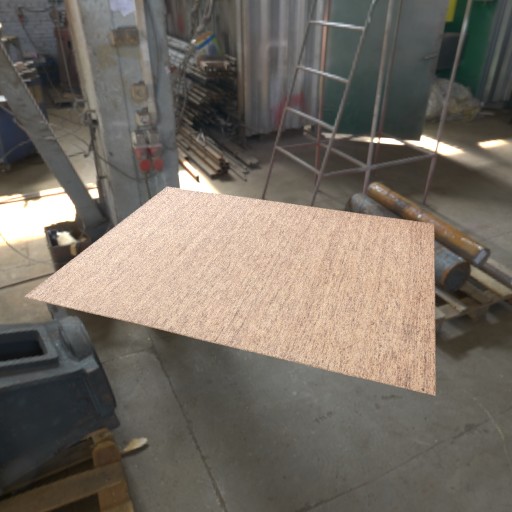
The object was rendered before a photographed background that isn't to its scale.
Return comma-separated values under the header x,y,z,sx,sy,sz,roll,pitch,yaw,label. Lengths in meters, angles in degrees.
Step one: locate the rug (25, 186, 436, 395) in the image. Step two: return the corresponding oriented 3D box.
x,y,z,sx,sy,sz,roll,pitch,yaw,label
0.000,0.000,4.198,3.205,0.013,2.448,10,33,16,rug
